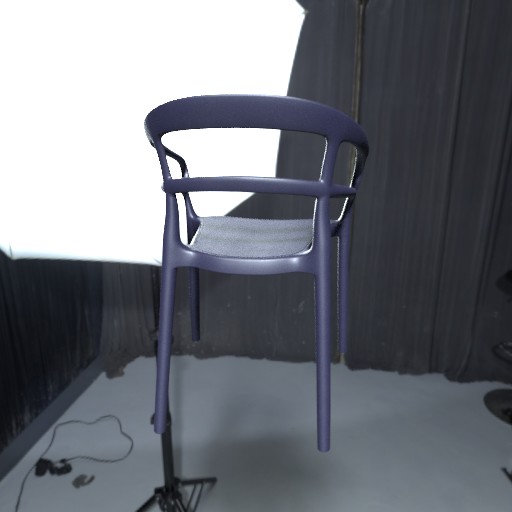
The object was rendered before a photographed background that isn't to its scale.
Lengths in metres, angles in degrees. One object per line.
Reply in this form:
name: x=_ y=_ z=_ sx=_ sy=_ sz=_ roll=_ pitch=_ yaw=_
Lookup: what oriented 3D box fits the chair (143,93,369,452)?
chair: x=0.000 y=0.000 z=1.156 sx=0.559 sy=0.761 sz=0.527 roll=3 pitch=16 yaw=9
